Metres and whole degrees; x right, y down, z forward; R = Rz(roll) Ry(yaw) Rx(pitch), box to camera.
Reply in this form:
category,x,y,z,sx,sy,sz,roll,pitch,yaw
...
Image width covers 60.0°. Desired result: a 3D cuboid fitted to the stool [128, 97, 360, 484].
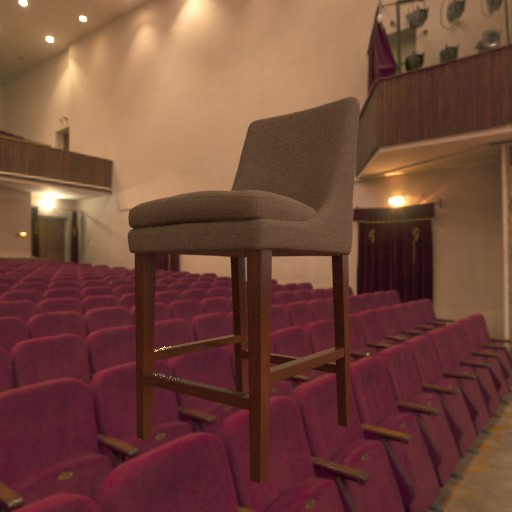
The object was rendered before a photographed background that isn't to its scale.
category,x,y,z,sx,sy,sz,roll,pitch,yaw
stool,0.000,0.000,1.278,0.470,0.981,0.577,-1,-2,38
